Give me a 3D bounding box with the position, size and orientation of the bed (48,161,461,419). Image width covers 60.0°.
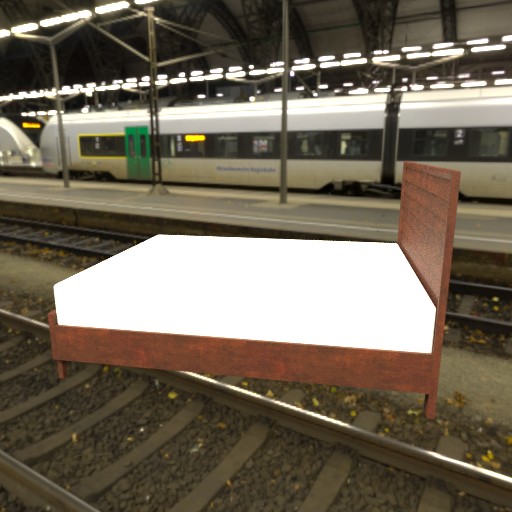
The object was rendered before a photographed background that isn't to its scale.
[{"bbox_3d":[0.000,0.000,3.117,2.184,1.270,1.600,2,14,10],"label":"bed"}]
